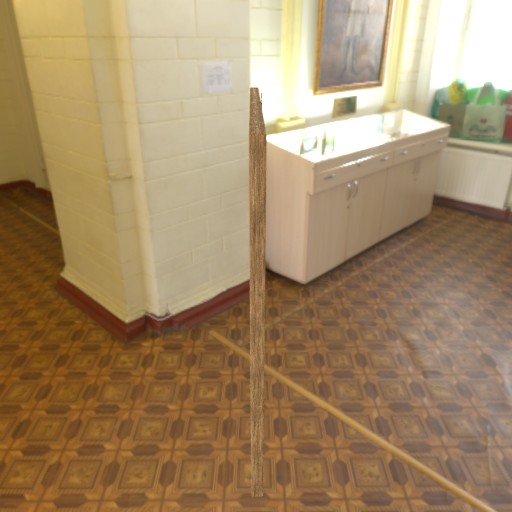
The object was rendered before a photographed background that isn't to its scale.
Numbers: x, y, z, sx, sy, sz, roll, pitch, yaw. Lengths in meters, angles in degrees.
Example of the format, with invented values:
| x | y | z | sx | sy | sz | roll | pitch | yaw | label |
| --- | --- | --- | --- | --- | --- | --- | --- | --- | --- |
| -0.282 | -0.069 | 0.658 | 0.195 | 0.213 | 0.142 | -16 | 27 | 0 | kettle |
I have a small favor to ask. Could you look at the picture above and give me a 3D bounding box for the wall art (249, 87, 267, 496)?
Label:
| x | y | z | sx | sy | sz | roll | pitch | yaw | label |
| --- | --- | --- | --- | --- | --- | --- | --- | --- | --- |
| 0.000 | 0.000 | 0.829 | 0.021 | 0.576 | 0.561 | 0 | 25 | -1 | wall art |
